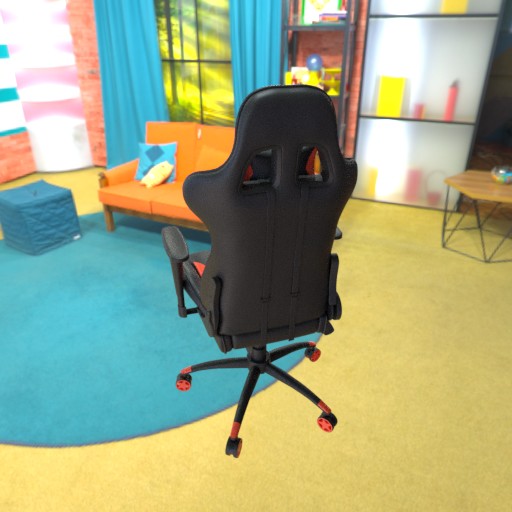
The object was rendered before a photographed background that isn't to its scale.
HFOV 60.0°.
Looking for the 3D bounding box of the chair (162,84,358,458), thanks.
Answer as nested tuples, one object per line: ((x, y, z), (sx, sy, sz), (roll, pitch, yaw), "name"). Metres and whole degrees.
((0.000, 0.000, 1.694), (0.695, 1.282, 0.730), (-8, 28, -16), "chair")
